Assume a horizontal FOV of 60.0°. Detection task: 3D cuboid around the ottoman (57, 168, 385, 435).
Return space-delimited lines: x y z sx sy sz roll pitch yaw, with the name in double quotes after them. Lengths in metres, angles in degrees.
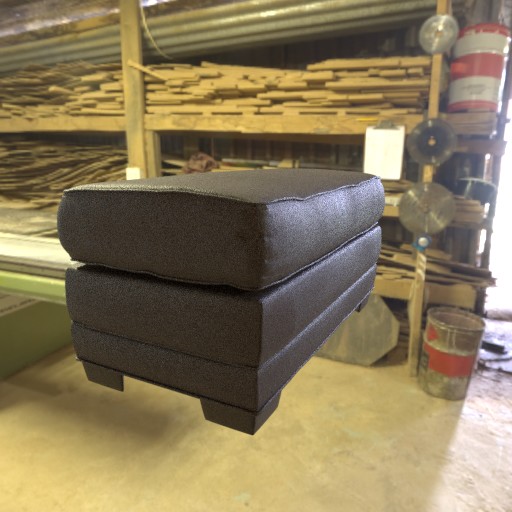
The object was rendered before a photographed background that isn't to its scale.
0.000 0.000 1.177 0.490 0.448 0.864 7 15 27 "ottoman"
